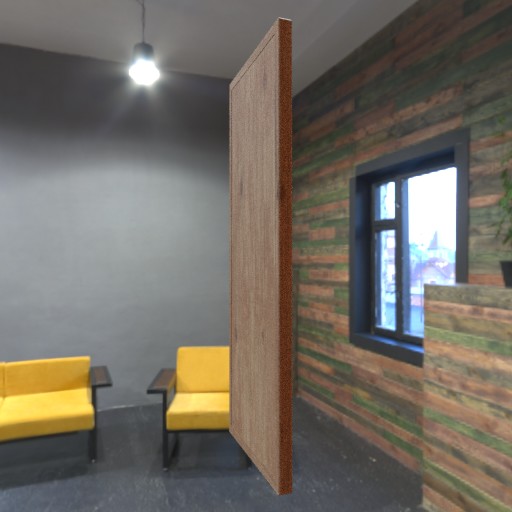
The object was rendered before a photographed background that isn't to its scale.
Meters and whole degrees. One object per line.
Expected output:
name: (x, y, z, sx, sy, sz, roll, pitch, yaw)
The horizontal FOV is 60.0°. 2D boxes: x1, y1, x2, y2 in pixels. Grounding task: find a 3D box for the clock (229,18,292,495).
clock: (0.000, 0.000, 1.068, 0.030, 0.965, 0.361, 0, -1, -19)
